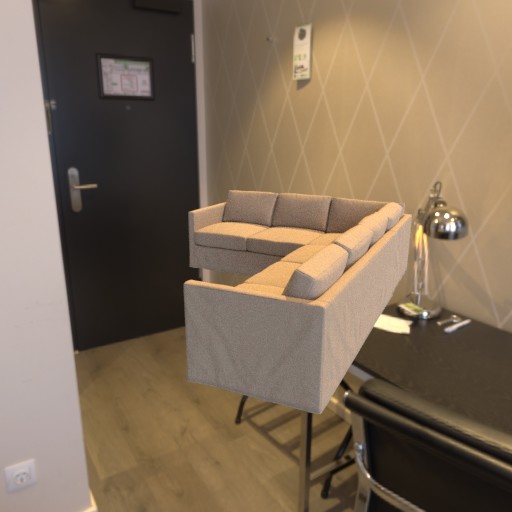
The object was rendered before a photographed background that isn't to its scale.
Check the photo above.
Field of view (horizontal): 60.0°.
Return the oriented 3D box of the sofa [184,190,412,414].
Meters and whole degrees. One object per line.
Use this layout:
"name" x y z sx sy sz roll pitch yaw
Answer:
"sofa" 0.000 0.000 4.300 2.432 0.871 3.182 8 17 26
